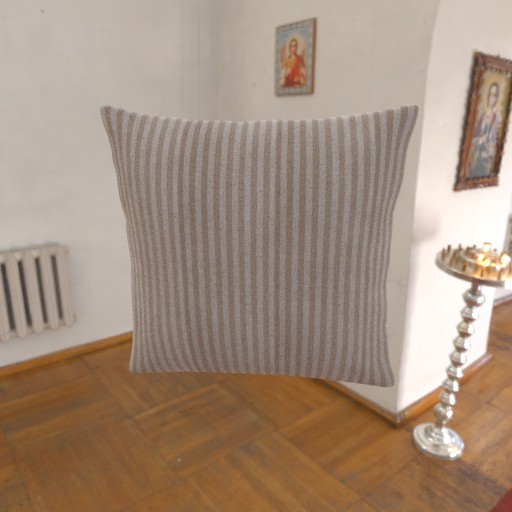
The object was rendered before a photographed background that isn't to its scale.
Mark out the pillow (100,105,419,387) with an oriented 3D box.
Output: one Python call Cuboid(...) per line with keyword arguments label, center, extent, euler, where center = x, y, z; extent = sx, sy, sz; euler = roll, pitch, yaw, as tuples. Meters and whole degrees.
Cuboid(label="pillow", center=(0.000, 0.000, 0.791), extent=(0.523, 0.510, 0.166), euler=(2, 17, 6))
